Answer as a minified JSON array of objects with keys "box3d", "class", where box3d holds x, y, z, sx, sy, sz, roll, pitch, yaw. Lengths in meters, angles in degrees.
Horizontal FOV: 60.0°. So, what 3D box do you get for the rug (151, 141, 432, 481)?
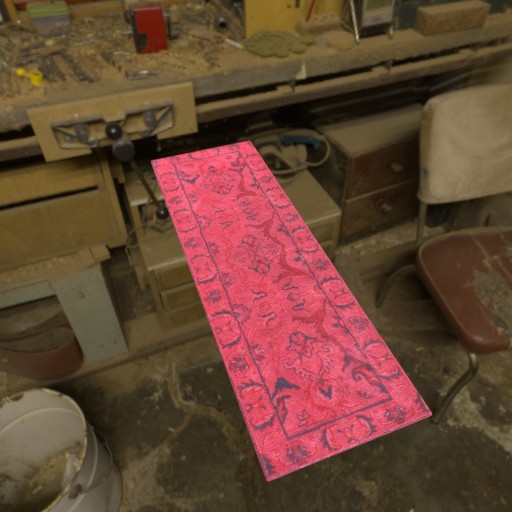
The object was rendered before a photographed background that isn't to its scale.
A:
[{"box3d":[0.000,0.000,2.711,0.813,0.018,2.439,-15,48,-14],"class":"rug"}]
